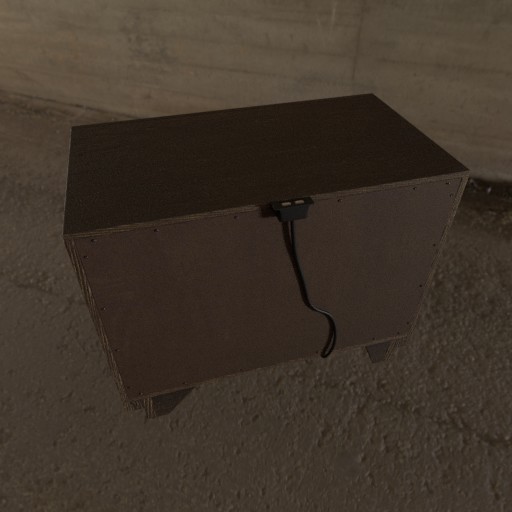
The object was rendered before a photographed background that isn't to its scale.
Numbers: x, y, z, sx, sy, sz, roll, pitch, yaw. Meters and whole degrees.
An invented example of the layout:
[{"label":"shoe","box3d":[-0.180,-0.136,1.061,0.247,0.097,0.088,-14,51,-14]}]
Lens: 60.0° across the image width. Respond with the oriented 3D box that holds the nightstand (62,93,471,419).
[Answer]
[{"label":"nightstand","box3d":[0.000,0.000,1.153,0.775,0.612,0.457,-10,42,-12]}]
